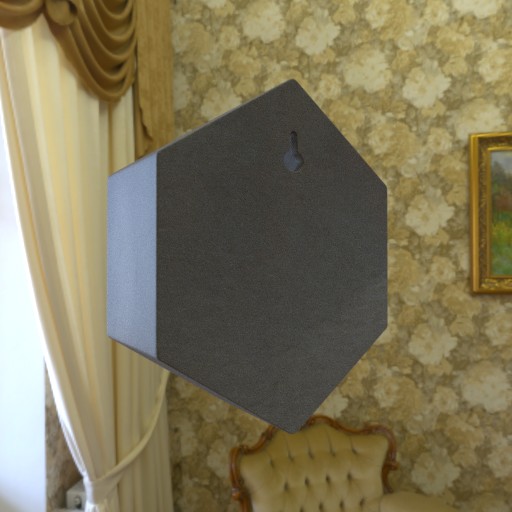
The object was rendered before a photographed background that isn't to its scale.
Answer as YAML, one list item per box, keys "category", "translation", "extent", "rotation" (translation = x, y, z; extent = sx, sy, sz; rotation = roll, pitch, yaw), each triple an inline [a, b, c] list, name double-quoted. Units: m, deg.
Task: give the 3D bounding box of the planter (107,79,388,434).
- category: "planter"
  translation: [0.000, 0.000, 0.288]
  extent: [0.169, 0.206, 0.077]
  rotation: [0, -1, -35]
